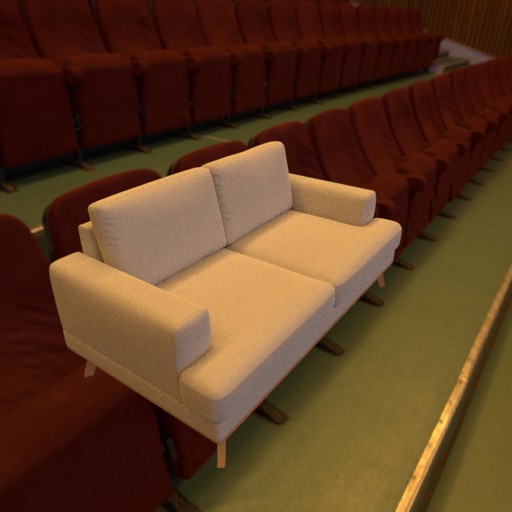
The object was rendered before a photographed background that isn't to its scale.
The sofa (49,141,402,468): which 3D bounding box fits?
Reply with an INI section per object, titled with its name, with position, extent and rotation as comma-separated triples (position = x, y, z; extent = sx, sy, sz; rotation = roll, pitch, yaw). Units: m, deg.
[sofa]
position = 0.000, 0.000, 2.174
extent = 0.915, 0.810, 1.651
rotation = 19, 33, 31
